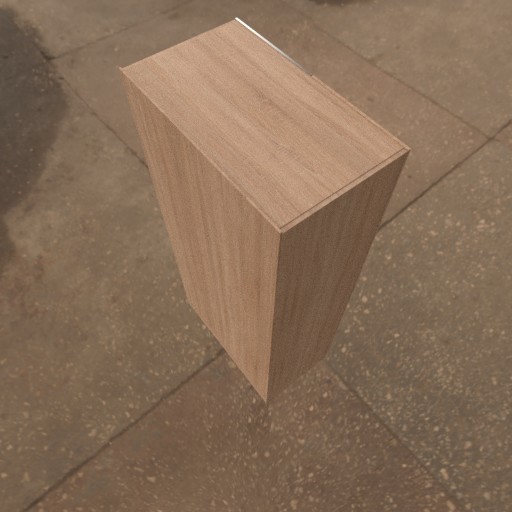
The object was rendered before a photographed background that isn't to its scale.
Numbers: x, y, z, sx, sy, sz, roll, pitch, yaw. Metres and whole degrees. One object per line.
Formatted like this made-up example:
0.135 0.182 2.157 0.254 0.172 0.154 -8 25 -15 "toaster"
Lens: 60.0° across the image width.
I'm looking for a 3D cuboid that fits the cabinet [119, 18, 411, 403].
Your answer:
0.000 0.000 2.531 0.590 2.121 1.001 -33 64 -19 "cabinet"
